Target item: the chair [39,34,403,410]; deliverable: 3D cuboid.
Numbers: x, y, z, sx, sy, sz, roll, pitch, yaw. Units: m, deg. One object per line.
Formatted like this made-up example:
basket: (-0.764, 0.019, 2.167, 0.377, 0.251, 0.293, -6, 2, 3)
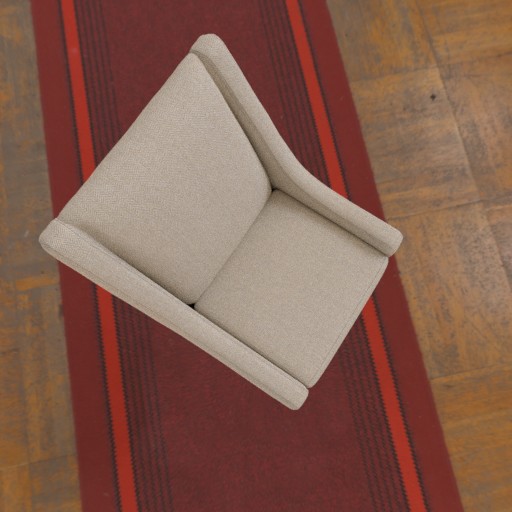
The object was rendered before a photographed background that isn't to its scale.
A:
chair: (0.000, 0.000, 1.612, 0.870, 1.014, 0.774, 33, 79, 7)
